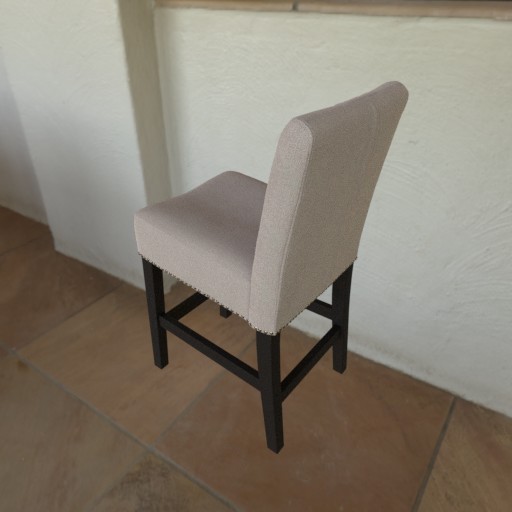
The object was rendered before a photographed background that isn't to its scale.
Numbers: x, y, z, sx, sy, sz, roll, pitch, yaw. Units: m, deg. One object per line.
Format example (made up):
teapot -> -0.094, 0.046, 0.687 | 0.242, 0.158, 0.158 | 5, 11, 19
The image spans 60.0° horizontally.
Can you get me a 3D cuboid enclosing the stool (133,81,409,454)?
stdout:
stool -> 0.000, 0.000, 1.189 | 0.571, 0.885, 0.427 | 22, 38, 31
